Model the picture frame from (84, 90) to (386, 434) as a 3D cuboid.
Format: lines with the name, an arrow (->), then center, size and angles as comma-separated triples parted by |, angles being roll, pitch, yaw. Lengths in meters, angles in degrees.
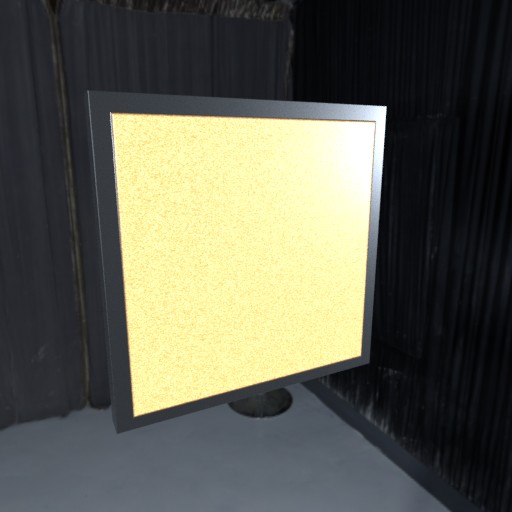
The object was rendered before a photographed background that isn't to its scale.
picture frame -> 0.000, 0.000, 0.531 | 0.355, 0.353, 0.029 | -7, 16, -27
